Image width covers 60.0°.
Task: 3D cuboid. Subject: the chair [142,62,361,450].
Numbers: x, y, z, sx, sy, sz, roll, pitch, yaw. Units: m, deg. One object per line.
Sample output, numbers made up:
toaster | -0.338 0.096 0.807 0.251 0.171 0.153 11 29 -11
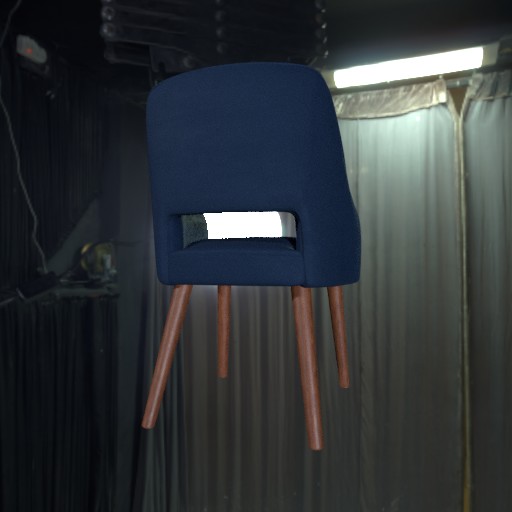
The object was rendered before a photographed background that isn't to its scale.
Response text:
chair | 0.000 0.000 1.243 0.559 0.844 0.591 0 -1 18
